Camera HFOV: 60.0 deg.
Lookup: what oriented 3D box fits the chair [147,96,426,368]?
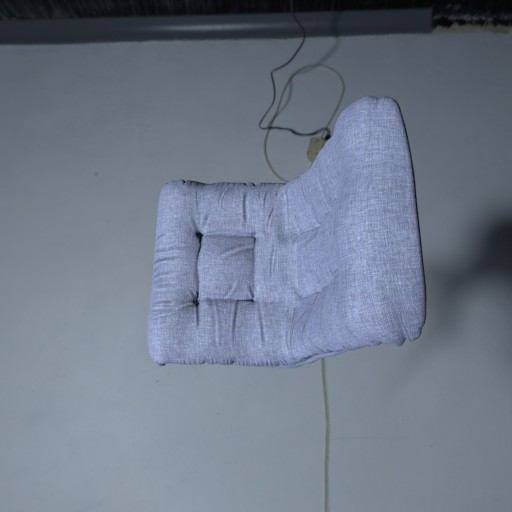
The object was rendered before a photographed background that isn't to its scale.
[{"bbox_3d":[0.000,0.000,1.243,0.668,0.749,0.597,0,74,0],"label":"chair"}]
